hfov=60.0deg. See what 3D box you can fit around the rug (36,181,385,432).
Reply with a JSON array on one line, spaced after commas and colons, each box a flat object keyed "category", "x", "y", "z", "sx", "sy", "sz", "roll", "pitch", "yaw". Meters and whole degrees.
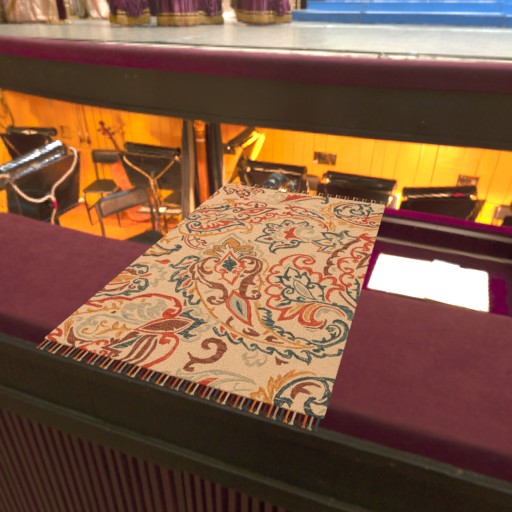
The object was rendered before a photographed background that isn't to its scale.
[{"category": "rug", "x": 0.000, "y": 0.000, "z": 3.134, "sx": 1.523, "sy": 0.010, "sz": 2.584, "roll": 11, "pitch": 32, "yaw": 17}]
